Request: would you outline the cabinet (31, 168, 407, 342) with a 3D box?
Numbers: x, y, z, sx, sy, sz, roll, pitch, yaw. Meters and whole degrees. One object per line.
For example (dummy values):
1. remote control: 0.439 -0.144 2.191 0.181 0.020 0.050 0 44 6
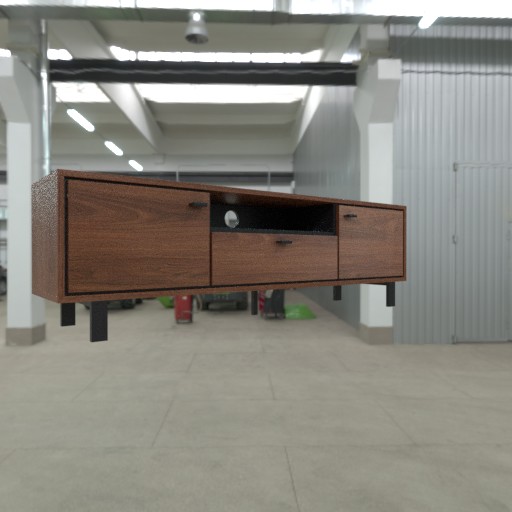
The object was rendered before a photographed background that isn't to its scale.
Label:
1. cabinet: 0.000 0.000 1.876 1.650 0.500 0.400 0 1 -37
